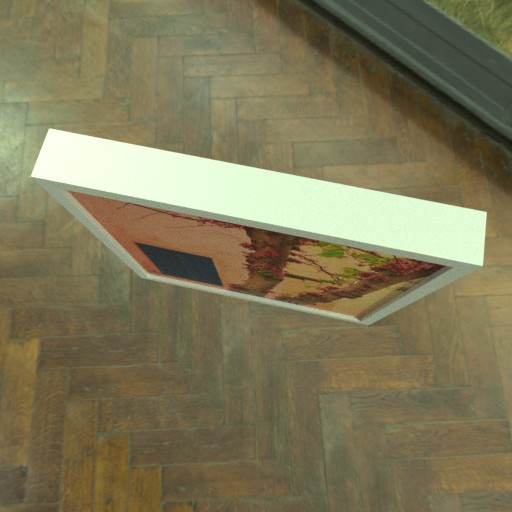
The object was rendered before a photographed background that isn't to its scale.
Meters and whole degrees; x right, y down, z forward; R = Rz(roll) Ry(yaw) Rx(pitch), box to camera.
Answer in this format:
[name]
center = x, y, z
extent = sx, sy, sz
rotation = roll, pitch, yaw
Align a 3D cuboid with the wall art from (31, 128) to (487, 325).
[wall art]
center = 0.000, 0.000, 0.442
extent = 0.305, 0.302, 0.038
rotation = 11, 74, 3
